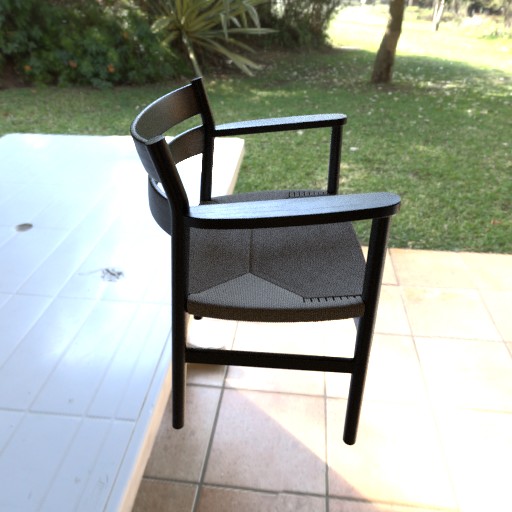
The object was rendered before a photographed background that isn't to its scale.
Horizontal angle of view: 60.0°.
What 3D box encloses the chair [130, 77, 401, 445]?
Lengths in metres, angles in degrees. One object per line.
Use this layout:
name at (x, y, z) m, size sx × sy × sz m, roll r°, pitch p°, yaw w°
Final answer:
chair at (0.000, 0.000, 1.139) m, size 0.508 × 0.775 × 0.630 m, roll 0°, pitch 32°, yaw 0°
